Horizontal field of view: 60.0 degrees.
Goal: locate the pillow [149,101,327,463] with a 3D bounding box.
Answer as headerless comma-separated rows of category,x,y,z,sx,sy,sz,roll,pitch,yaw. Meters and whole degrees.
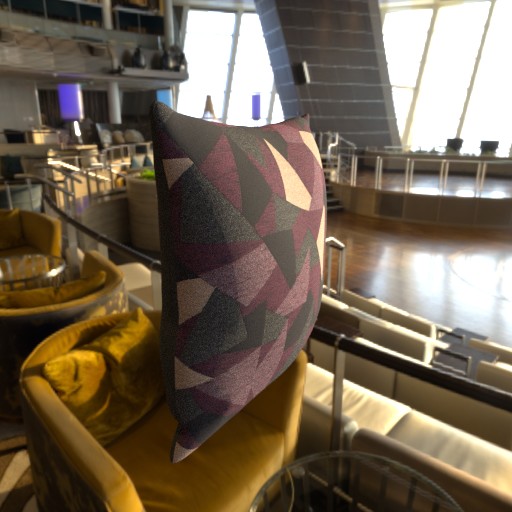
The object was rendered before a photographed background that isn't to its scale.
pillow,0.000,0.000,0.775,0.208,0.496,0.503,9,19,26
